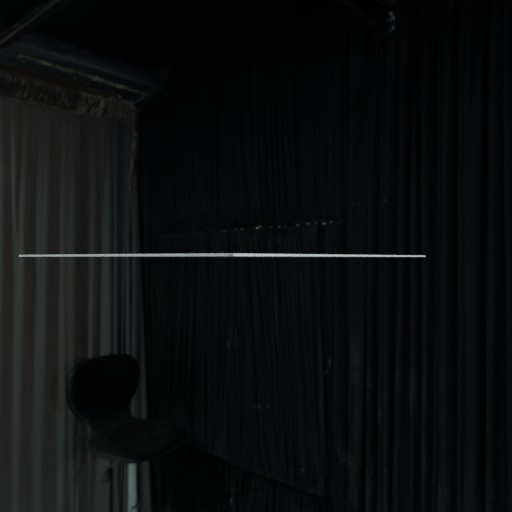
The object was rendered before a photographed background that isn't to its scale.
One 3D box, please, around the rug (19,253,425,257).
[{"bbox_3d":[0.000,0.000,2.193,1.143,0.008,1.753,0,0,36],"label":"rug"}]
